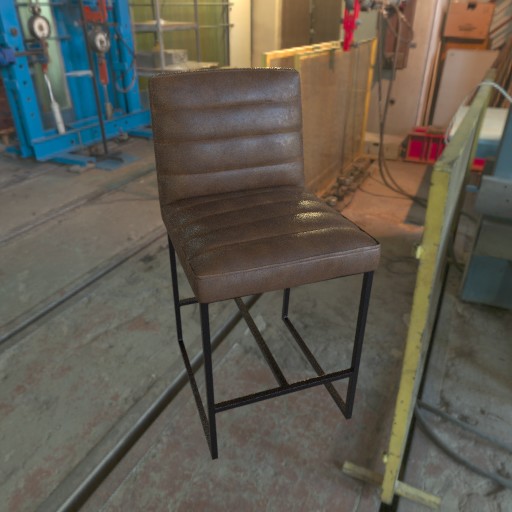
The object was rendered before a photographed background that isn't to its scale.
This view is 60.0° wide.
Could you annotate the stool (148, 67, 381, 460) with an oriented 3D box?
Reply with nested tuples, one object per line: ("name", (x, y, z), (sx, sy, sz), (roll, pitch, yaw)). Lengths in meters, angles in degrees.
("stool", (0.000, 0.000, 1.272), (0.463, 0.942, 0.562), (-10, 31, -17))
